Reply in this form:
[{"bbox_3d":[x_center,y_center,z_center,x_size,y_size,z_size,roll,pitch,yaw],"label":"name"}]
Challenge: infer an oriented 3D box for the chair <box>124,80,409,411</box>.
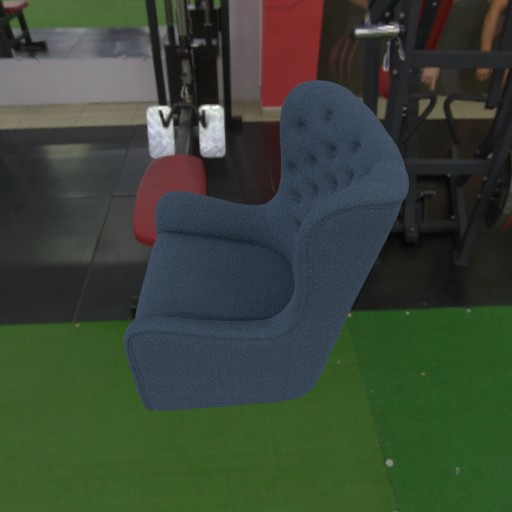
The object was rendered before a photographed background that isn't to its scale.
[{"bbox_3d":[0.000,0.000,1.739,0.930,1.079,0.831,-1,42,-1],"label":"chair"}]
